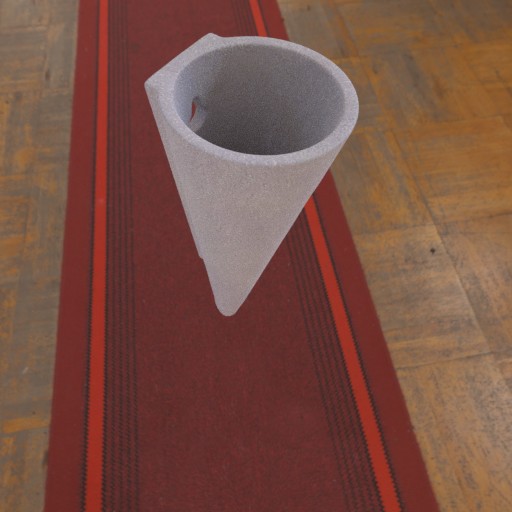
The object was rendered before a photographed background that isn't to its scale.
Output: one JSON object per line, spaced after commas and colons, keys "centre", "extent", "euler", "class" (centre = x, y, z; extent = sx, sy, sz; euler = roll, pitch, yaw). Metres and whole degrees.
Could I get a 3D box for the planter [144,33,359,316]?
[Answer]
{"centre": [0.000, 0.000, 0.294], "extent": [0.087, 0.259, 0.078], "euler": [31, 64, 18], "class": "planter"}
